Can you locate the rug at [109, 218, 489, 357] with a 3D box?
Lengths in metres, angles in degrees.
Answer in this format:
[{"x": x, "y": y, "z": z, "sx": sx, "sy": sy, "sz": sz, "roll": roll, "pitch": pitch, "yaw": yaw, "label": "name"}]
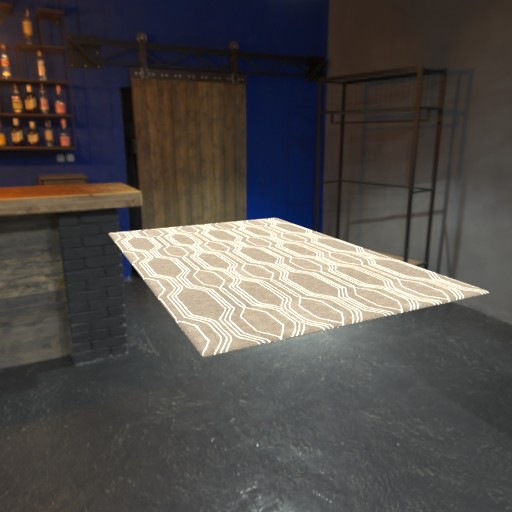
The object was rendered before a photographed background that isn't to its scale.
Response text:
[{"x": 0.000, "y": 0.000, "z": 2.346, "sx": 1.239, "sy": 0.012, "sz": 1.836, "roll": -7, "pitch": 17, "yaw": -25, "label": "rug"}]
